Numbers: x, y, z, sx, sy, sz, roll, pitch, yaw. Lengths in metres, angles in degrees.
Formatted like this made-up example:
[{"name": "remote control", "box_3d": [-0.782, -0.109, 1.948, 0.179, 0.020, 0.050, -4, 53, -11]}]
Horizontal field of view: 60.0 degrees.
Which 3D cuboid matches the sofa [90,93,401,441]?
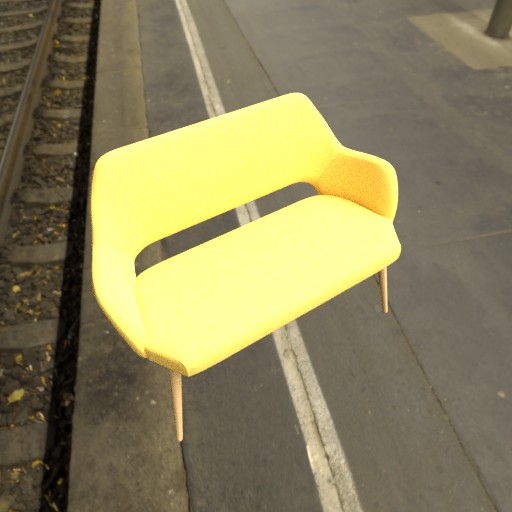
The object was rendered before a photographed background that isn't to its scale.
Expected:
[{"name": "sofa", "box_3d": [0.000, 0.000, 1.640, 1.150, 0.840, 0.610, -26, 51, -23]}]
